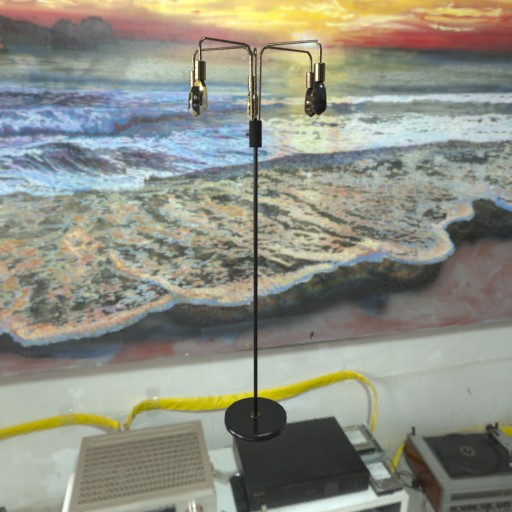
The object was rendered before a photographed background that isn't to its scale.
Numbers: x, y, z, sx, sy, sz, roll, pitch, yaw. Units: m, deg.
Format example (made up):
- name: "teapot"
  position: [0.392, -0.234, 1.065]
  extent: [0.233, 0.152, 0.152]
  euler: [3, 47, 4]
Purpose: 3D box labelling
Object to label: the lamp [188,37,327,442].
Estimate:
- name: "lamp"
  position: [0.000, 0.000, 1.968]
  extent: [0.599, 1.721, 0.572]
  euler: [-15, 22, -42]
